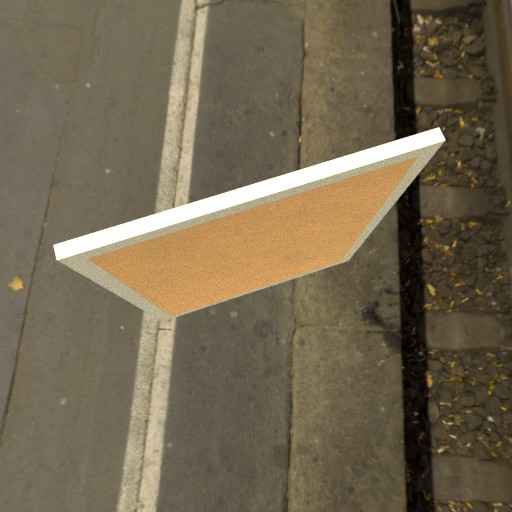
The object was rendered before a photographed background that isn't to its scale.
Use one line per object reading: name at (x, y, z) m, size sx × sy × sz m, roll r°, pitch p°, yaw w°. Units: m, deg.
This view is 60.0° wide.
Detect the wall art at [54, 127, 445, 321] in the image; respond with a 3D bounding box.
wall art at (0.000, 0.000, 1.112) m, size 0.661 × 0.811 × 0.026 m, roll -18°, pitch 76°, yaw -5°
